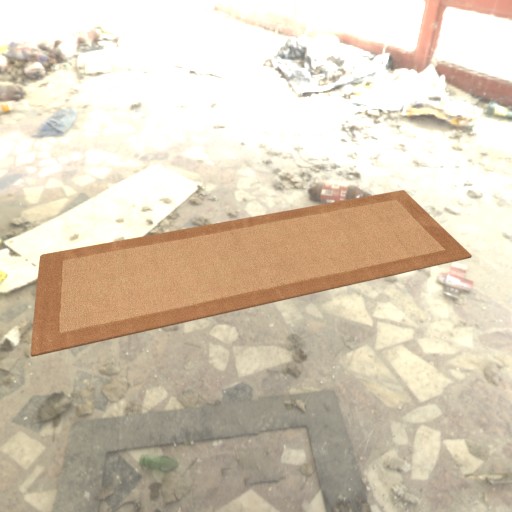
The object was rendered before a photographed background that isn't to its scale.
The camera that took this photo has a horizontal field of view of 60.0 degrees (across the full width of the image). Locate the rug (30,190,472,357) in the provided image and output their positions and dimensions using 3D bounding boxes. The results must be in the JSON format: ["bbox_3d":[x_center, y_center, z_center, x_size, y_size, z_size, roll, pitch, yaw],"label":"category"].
[{"bbox_3d":[0.000,0.000,2.617,2.439,0.017,0.764,-11,42,-13],"label":"rug"}]
